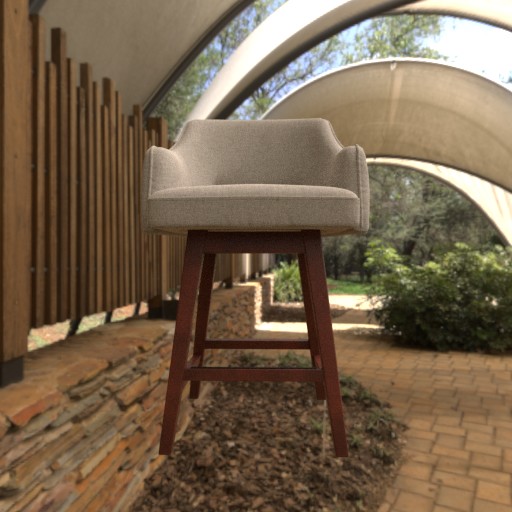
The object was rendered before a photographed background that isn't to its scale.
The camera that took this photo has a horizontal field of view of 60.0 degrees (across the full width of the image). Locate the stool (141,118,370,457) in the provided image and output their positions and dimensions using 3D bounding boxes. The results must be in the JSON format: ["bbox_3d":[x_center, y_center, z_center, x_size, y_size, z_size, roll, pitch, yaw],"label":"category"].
[{"bbox_3d":[0.000,0.000,1.295,0.599,0.944,0.558,0,0,2],"label":"stool"}]
